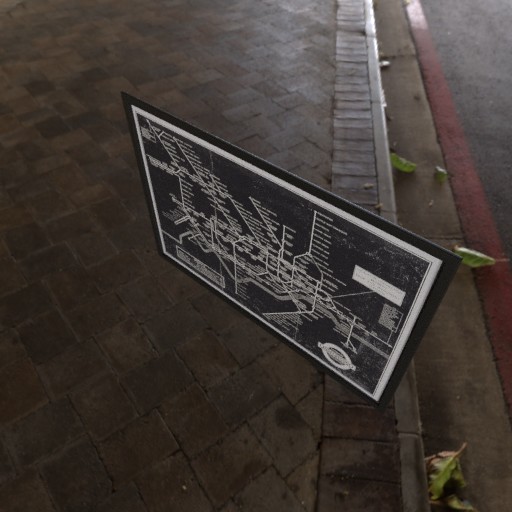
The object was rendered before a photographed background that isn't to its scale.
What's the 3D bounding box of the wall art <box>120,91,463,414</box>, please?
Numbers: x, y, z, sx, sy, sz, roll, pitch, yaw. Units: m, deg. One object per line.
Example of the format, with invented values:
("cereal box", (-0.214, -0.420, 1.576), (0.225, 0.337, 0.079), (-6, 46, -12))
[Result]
("wall art", (0.000, 0.000, 1.535), (1.192, 0.811, 0.013), (32, 55, 26))
